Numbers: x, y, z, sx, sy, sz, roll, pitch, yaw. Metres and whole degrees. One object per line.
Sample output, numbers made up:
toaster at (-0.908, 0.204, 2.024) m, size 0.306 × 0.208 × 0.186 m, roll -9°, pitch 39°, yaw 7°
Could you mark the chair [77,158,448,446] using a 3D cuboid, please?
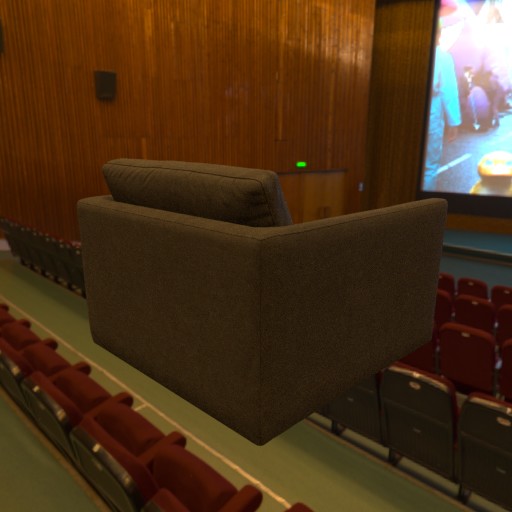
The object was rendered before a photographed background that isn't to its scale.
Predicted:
chair at (0.000, 0.000, 1.900) m, size 1.190 × 0.845 × 1.091 m, roll 14°, pitch 20°, yaw 42°
